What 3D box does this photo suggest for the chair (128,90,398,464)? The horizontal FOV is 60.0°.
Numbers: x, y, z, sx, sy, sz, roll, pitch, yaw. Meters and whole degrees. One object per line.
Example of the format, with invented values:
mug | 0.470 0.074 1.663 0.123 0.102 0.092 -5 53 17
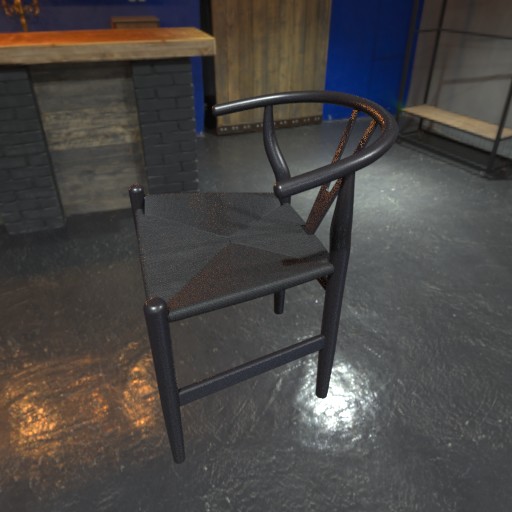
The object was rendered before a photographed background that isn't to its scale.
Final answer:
chair | 0.000 0.000 1.137 0.579 0.730 0.569 -9 34 -14
